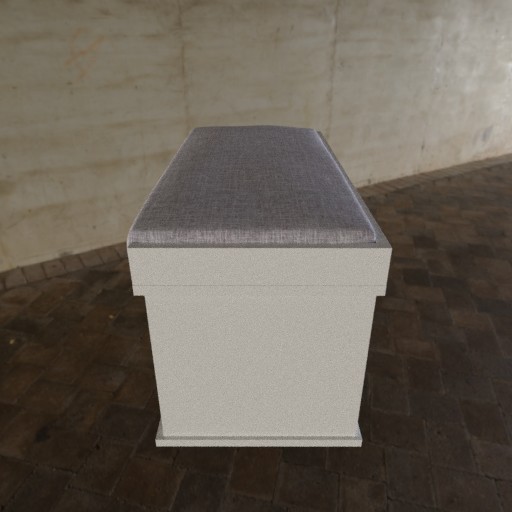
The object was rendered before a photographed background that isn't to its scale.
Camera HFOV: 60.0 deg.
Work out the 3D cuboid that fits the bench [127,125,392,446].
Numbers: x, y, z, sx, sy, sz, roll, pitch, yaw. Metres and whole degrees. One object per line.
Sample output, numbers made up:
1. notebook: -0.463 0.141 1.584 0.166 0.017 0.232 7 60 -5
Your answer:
1. bench: 0.000 0.000 1.004 0.362 0.461 0.734 0 27 0
